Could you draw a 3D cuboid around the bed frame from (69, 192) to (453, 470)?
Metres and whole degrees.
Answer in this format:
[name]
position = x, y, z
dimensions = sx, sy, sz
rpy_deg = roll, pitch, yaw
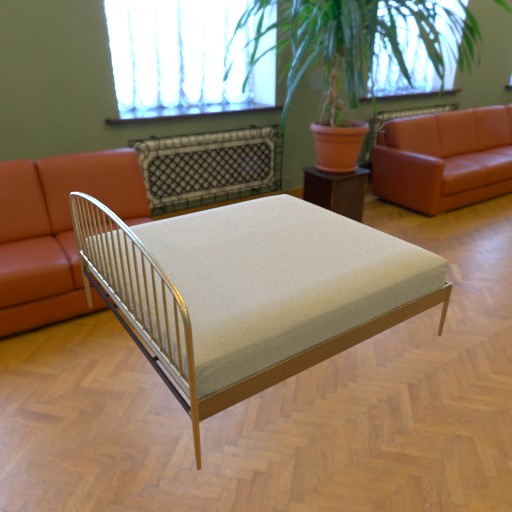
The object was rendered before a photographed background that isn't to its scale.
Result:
[bed frame]
position = 0.000, 0.000, 3.405
dimensions = 2.152, 1.174, 2.016
rpy_deg = -17, 30, -31
